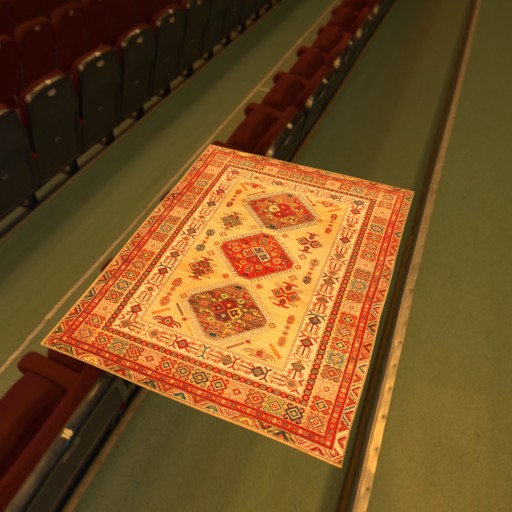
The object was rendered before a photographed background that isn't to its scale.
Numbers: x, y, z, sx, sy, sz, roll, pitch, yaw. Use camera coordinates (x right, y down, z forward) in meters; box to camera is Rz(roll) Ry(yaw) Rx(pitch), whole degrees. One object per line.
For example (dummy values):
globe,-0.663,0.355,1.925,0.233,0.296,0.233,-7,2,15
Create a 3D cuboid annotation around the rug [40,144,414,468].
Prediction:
rug,0.000,0.000,4.160,2.460,0.005,3.067,17,49,15
